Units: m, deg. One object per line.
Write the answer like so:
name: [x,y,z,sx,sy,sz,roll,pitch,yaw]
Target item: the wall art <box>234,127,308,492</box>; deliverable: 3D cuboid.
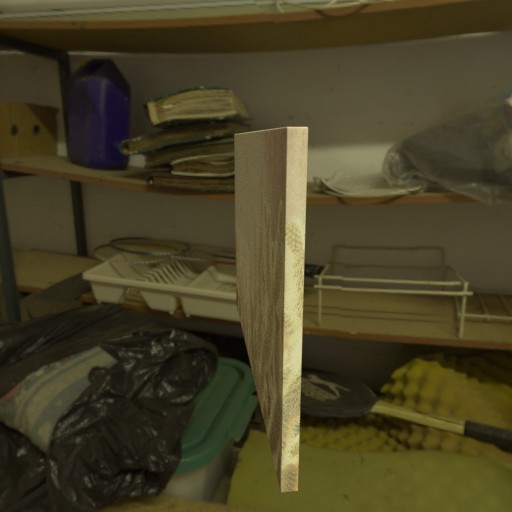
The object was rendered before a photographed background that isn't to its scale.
wall art: [0.000,0.000,1.409,0.041,0.758,1.142,-2,15,-7]
